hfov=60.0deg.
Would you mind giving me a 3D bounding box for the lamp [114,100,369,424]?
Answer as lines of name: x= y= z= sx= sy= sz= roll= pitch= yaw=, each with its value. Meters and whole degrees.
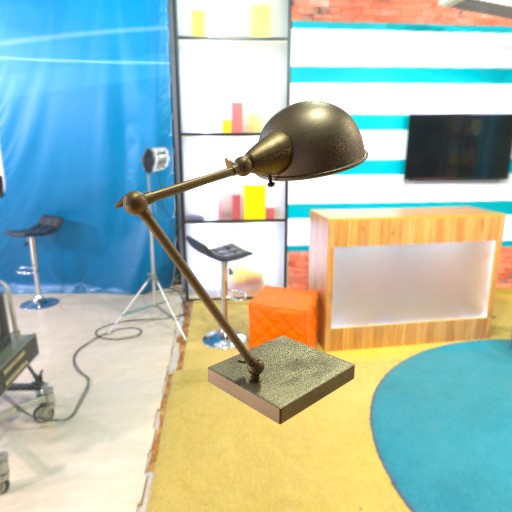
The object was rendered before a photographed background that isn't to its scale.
lamp: x=0.000 y=0.000 z=0.540 sx=0.339 sy=0.371 sz=0.149 roll=-13 pitch=19 yaw=-42
